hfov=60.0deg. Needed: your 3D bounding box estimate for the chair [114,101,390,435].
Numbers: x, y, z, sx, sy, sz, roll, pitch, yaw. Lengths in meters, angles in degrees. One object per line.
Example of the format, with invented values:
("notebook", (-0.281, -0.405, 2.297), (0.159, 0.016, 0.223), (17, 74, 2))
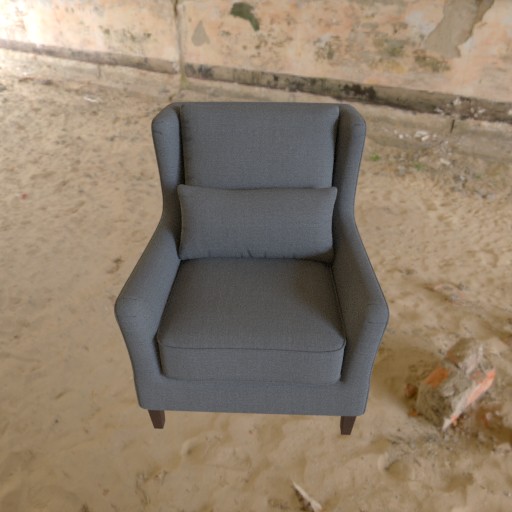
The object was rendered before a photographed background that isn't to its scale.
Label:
("chair", (0.000, 0.000, 1.822), (0.866, 1.056, 1.040), (1, 32, 2))
